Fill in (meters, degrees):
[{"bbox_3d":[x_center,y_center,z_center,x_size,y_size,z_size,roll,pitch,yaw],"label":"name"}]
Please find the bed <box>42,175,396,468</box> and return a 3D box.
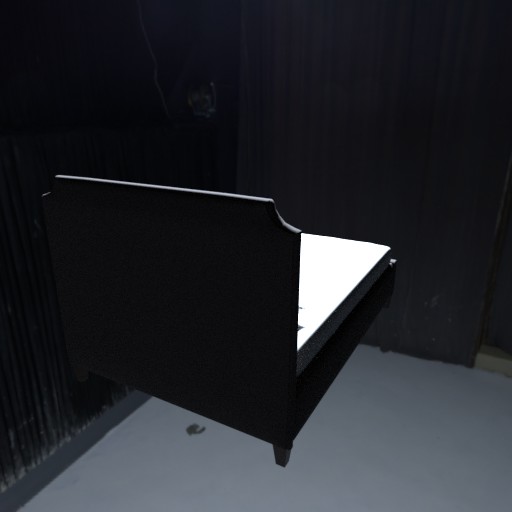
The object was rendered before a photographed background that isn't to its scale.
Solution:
[{"bbox_3d":[0.000,0.000,3.441,1.713,1.443,2.372,10,22,28],"label":"bed"}]
